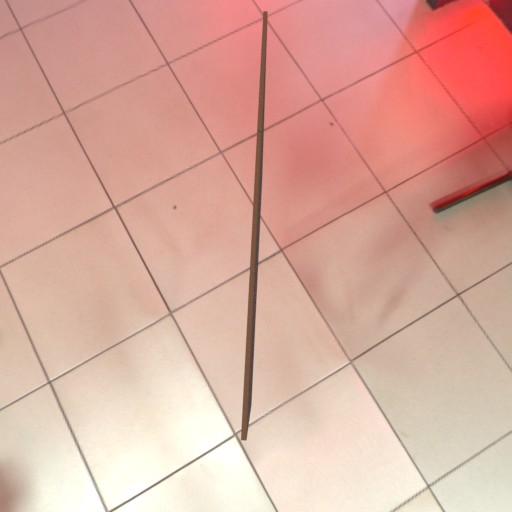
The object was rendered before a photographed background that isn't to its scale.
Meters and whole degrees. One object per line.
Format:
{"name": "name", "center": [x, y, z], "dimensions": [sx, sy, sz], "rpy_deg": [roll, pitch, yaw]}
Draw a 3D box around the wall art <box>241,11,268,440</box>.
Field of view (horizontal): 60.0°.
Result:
{"name": "wall art", "center": [0.000, 0.000, 2.229], "dimensions": [0.017, 1.521, 1.527], "rpy_deg": [3, 75, 1]}
